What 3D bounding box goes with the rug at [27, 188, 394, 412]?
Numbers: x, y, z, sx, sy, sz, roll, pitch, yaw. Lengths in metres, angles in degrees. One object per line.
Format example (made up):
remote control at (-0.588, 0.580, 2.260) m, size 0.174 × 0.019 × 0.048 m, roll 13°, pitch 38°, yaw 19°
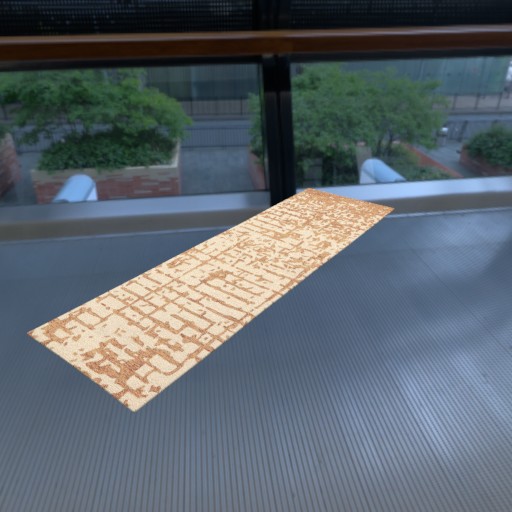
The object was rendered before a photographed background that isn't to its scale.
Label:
rug at (0.000, 0.000, 2.655) m, size 0.750 × 0.011 × 2.435 m, roll 20°, pitch 34°, yaw 32°
